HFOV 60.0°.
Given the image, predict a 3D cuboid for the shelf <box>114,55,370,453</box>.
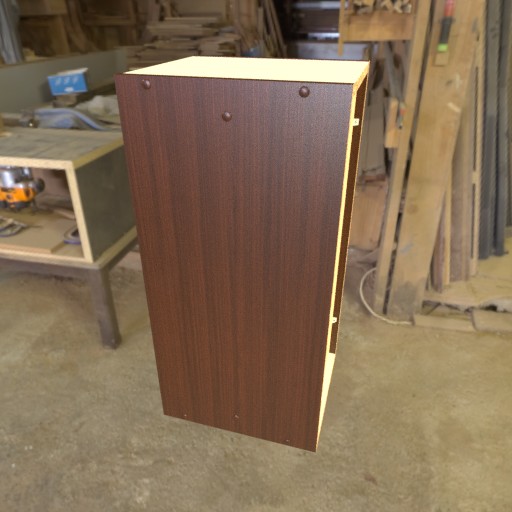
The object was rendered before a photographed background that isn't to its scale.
[{"bbox_3d":[0.000,0.000,0.759,0.290,0.600,0.253,8,31,14],"label":"shelf"}]
